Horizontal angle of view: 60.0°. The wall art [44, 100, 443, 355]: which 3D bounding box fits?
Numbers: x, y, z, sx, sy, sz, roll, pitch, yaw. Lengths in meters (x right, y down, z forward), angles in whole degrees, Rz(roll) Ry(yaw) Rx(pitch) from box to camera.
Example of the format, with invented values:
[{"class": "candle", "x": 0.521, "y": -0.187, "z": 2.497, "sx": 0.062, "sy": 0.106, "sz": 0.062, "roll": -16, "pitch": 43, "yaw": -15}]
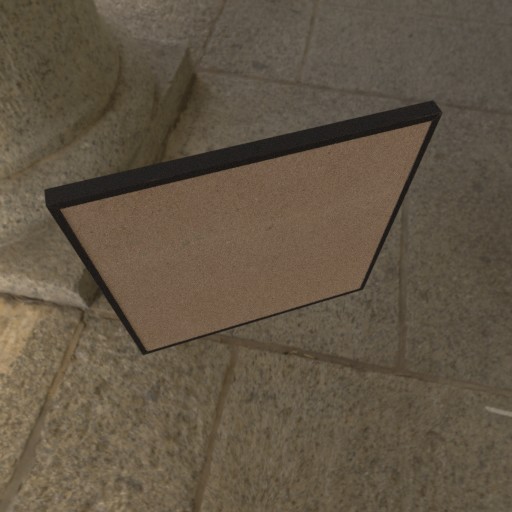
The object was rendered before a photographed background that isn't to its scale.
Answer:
[{"class": "wall art", "x": 0.000, "y": 0.000, "z": 1.147, "sx": 0.762, "sy": 0.762, "sz": 0.038, "roll": -15, "pitch": 60, "yaw": -9}]
